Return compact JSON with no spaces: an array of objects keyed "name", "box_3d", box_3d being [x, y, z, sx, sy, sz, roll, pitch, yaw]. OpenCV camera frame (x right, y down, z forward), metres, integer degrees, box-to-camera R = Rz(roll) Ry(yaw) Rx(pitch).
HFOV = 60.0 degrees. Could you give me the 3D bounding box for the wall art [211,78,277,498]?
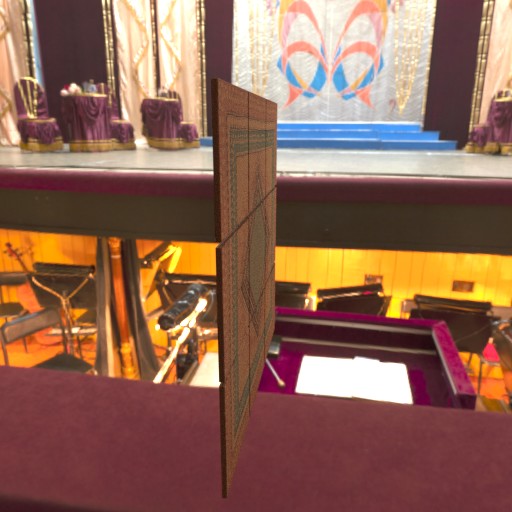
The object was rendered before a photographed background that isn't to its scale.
[{"name":"wall art","box_3d":[0.000,0.000,1.339,0.013,0.914,0.915,3,16,9]}]
